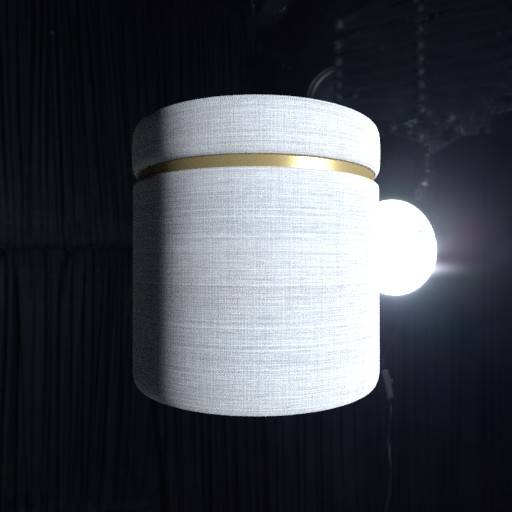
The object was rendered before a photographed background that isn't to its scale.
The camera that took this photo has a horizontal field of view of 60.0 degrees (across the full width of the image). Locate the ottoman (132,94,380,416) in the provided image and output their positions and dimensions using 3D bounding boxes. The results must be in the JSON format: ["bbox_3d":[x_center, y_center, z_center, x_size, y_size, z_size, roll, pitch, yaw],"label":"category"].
[{"bbox_3d":[0.000,0.000,0.740,0.400,0.406,0.400,0,-1,0],"label":"ottoman"}]
